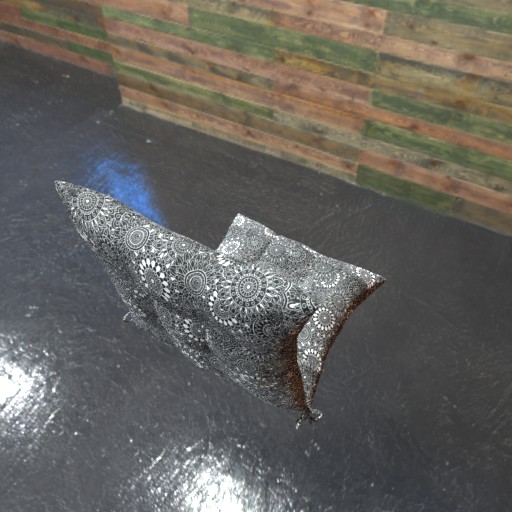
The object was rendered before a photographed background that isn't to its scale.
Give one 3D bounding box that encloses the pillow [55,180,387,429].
[{"bbox_3d":[0.000,0.000,1.003,0.541,0.536,0.585,25,52,21],"label":"pillow"}]
